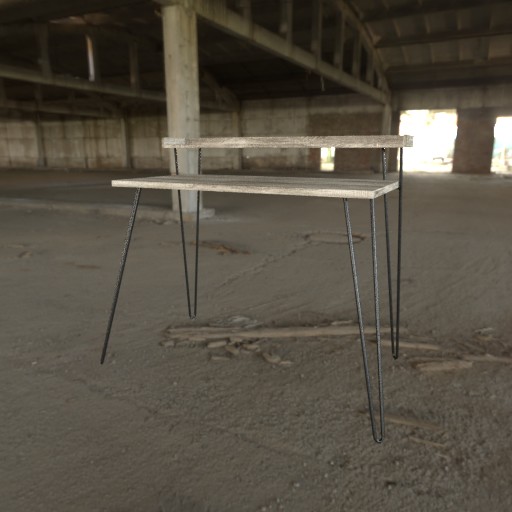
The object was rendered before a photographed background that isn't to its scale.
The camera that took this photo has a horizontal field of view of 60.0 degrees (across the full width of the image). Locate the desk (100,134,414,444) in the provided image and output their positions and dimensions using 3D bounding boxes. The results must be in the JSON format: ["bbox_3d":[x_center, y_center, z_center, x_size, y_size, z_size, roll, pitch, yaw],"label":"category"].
[{"bbox_3d":[0.000,0.000,1.706,1.135,0.899,0.605,7,15,26],"label":"desk"}]
